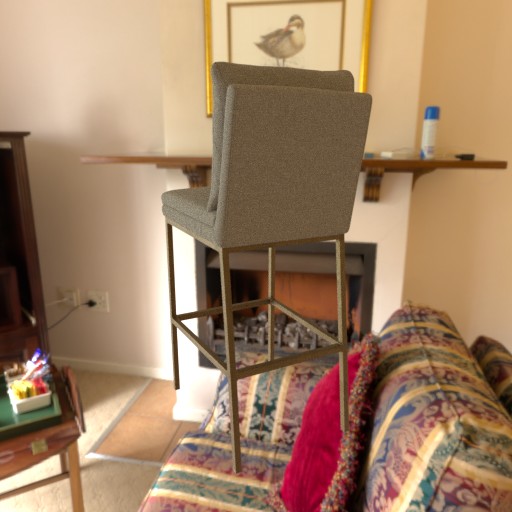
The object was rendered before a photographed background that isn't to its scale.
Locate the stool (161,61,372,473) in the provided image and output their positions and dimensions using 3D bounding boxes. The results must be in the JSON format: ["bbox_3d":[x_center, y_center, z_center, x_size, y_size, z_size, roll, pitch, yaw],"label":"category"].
[{"bbox_3d":[0.000,0.000,1.468,0.463,1.132,0.569,-8,16,-27],"label":"stool"}]
